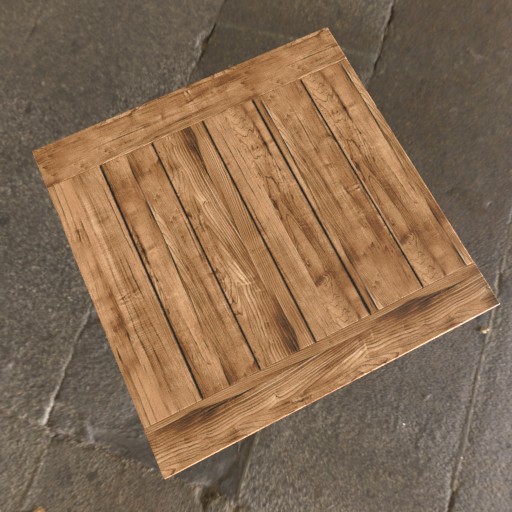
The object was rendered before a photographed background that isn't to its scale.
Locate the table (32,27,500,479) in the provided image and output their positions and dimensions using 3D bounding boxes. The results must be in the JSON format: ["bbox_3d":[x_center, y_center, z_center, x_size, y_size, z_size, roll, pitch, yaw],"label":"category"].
[{"bbox_3d":[0.000,0.000,0.994,0.610,0.457,0.610,-25,77,-6],"label":"table"}]
